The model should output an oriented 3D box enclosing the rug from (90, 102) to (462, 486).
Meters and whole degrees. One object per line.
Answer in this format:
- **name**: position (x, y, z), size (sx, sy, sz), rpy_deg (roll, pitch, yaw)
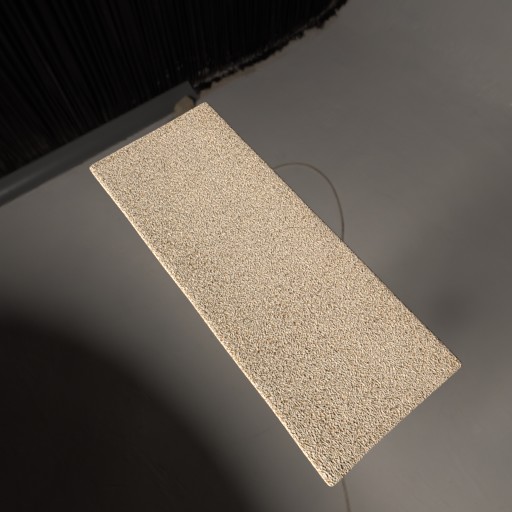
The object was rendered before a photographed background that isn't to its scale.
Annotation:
- **rug**: position (0.000, 0.000, 1.696), size (0.609, 0.030, 1.524), rpy_deg (-35, 69, -16)
